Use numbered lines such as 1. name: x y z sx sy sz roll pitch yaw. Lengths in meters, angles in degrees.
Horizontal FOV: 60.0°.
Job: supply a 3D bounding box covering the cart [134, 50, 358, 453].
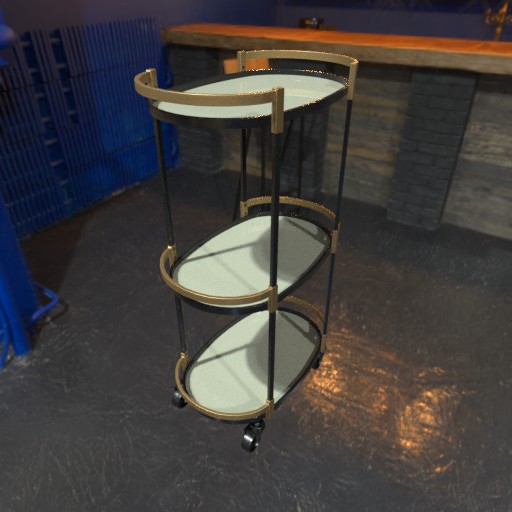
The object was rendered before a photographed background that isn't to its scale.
1. cart: 0.000 0.000 1.109 0.311 0.885 0.515 20 37 29
